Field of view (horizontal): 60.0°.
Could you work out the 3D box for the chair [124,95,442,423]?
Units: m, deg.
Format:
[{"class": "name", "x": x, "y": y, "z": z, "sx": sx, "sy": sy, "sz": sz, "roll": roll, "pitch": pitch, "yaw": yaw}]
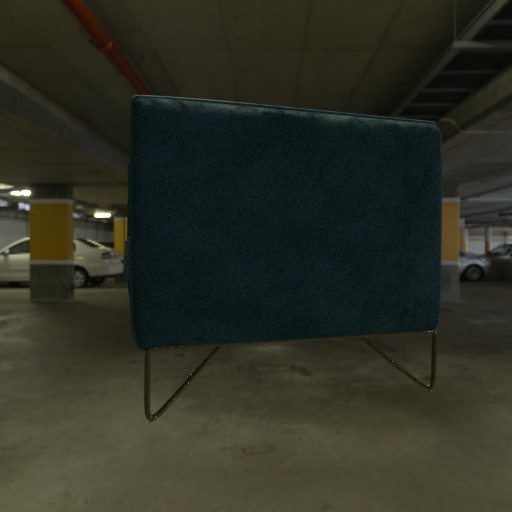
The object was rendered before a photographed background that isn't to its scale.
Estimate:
[{"class": "chair", "x": 0.000, "y": 0.000, "z": 1.567, "sx": 0.894, "sy": 0.790, "sz": 0.880, "roll": 0, "pitch": 1, "yaw": -16}]
